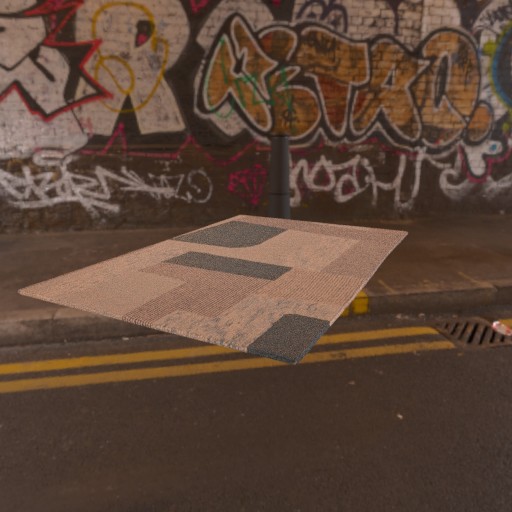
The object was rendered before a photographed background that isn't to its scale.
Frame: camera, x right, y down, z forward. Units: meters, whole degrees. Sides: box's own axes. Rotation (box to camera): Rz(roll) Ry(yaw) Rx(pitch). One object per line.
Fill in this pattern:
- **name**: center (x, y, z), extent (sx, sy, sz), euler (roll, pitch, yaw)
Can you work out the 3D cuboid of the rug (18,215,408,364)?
- **rug**: center (0.000, 0.000, 2.321), extent (1.238, 0.020, 1.847), euler (8, 18, 26)
